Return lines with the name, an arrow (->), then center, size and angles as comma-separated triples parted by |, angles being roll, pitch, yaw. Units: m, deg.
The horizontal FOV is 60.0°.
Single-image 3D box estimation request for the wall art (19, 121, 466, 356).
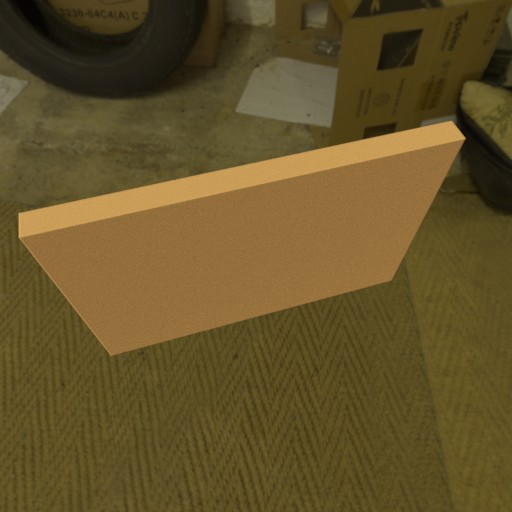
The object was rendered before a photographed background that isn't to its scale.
wall art -> 0.000, 0.000, 0.764 | 0.609, 0.407, 0.039 | -14, 58, -9
